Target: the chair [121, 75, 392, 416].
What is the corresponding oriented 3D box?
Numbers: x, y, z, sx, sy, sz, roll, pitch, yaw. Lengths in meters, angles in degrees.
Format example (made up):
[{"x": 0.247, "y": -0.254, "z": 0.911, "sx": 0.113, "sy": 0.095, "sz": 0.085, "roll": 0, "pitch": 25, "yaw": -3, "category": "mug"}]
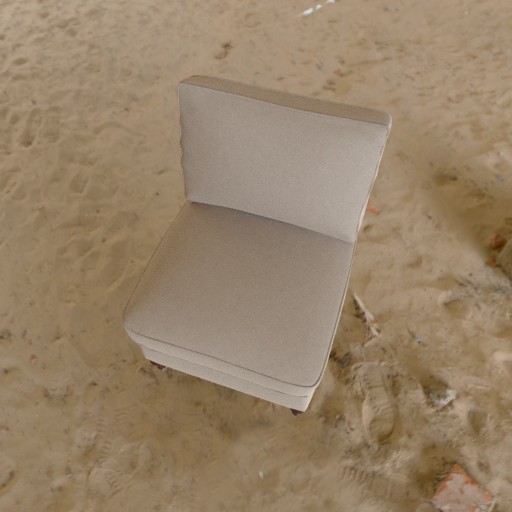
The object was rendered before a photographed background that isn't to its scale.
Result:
[{"x": 0.000, "y": 0.000, "z": 1.699, "sx": 0.724, "sy": 1.052, "sz": 0.912, "roll": 16, "pitch": 58, "yaw": 10, "category": "chair"}]
